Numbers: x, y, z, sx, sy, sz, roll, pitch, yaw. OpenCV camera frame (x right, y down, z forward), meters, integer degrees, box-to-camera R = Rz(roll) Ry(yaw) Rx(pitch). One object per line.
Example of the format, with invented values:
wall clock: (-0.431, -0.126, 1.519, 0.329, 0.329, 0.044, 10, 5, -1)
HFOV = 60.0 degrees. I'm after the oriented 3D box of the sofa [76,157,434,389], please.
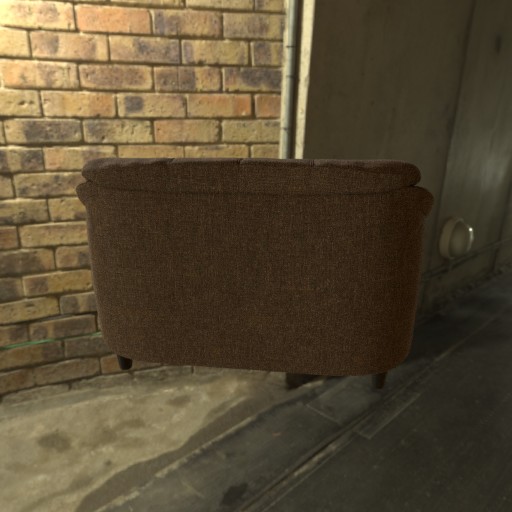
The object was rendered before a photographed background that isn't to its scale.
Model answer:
sofa: (0.000, 0.000, 1.963, 1.404, 0.895, 0.799, 2, 16, 8)
